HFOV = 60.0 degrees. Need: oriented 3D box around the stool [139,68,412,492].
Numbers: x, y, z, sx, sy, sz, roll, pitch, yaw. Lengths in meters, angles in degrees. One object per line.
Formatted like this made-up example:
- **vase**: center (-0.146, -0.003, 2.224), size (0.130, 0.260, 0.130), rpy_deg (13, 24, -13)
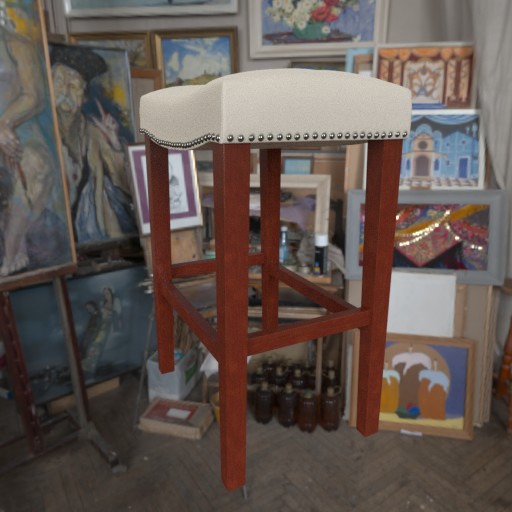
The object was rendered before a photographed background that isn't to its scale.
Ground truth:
- **stool**: center (0.000, 0.000, 0.999), size (0.372, 0.742, 0.504), rpy_deg (-9, 19, -26)
